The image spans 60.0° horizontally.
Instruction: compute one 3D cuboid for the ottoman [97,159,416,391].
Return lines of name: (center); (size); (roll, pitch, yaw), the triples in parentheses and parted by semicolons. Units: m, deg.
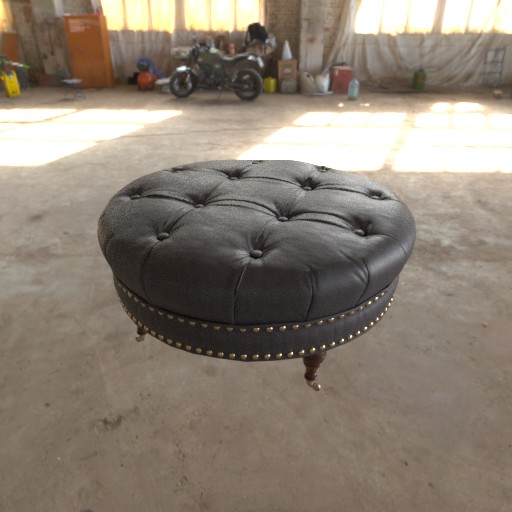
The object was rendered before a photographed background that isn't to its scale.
ottoman: (0.000, 0.000, 1.378); (0.901, 0.439, 0.901); (0, 29, 0)
